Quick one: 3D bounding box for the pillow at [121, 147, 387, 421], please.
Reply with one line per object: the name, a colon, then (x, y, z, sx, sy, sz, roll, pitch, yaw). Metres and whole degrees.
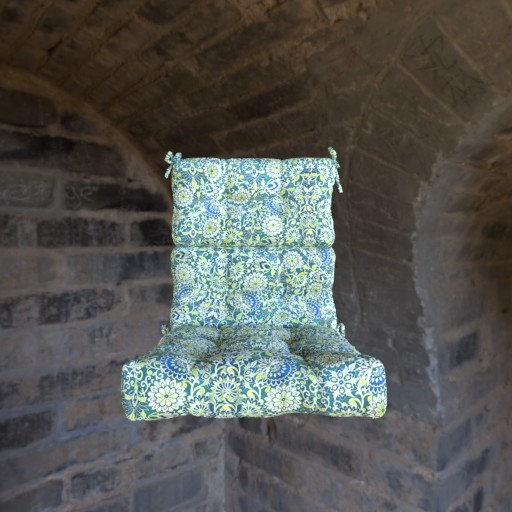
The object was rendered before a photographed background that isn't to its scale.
pillow: (0.000, 0.000, 1.046, 0.519, 0.605, 0.571, 0, 1, 0)
